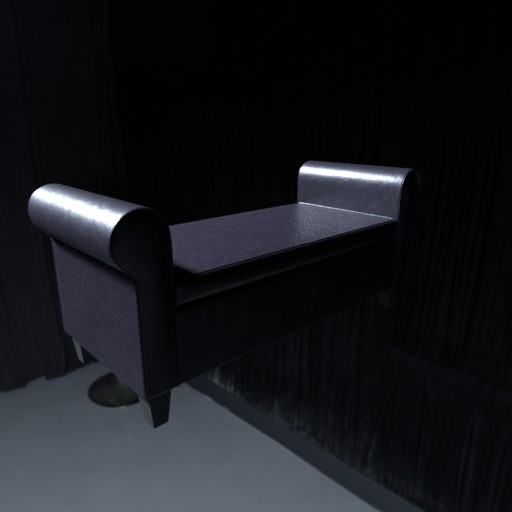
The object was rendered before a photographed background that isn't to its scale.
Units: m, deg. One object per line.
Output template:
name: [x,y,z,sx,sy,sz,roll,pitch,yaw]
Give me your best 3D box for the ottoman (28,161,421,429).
ottoman: [0.000,0.000,1.517,1.256,0.547,0.521,-15,23,-41]
